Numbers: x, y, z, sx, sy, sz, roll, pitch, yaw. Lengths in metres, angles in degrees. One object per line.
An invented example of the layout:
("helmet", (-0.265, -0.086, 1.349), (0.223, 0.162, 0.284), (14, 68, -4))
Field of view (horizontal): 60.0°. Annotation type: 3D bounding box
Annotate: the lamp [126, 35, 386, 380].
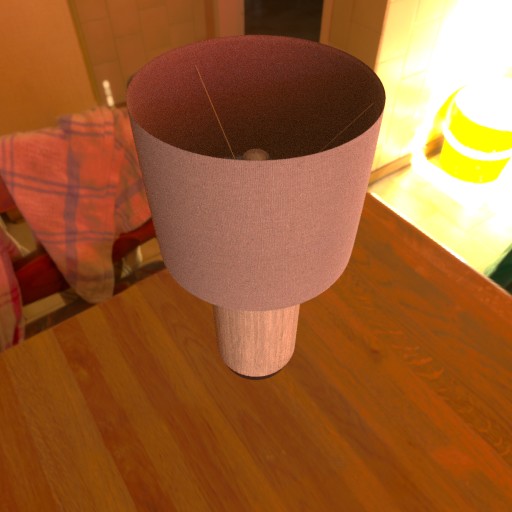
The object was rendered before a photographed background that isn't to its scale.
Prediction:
("lamp", (0.000, 0.000, 0.555), (0.228, 0.444, 0.228), (19, 50, 16))
